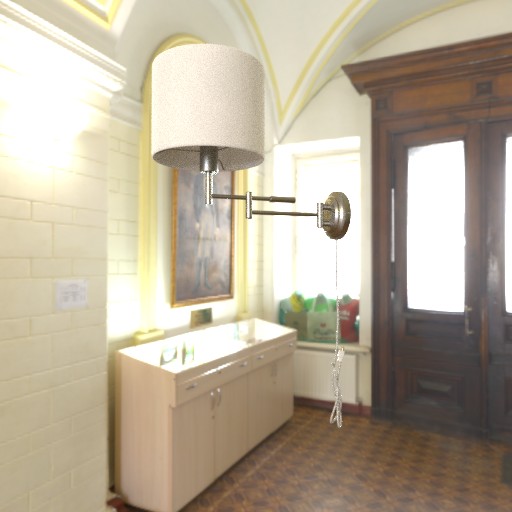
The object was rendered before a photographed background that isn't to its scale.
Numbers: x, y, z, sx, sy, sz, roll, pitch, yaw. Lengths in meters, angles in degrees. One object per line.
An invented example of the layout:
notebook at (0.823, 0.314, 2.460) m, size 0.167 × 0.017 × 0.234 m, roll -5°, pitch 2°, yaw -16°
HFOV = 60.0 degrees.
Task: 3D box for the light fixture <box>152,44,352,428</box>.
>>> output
light fixture at (0.000, 0.000, 1.037) m, size 0.479 × 0.842 × 0.253 m, roll 0°, pitch -1°, yaw -18°
